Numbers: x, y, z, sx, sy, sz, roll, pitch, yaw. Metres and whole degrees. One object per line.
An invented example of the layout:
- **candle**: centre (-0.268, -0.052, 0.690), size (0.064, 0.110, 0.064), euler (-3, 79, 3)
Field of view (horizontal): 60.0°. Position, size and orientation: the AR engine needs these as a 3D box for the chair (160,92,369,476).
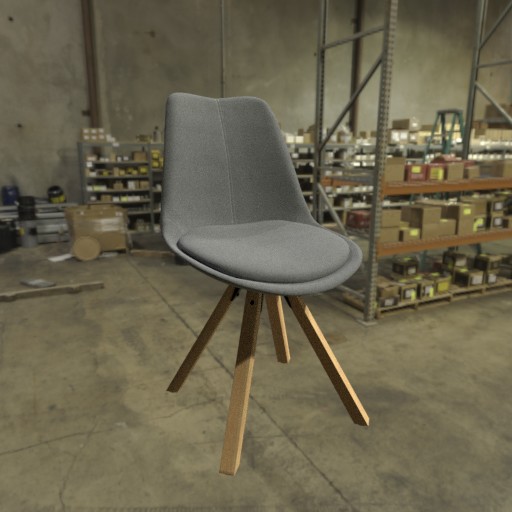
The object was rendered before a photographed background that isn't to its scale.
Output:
- **chair**: centre (0.000, 0.000, 1.188), size (0.474, 0.863, 0.549), euler (-7, 16, -27)
